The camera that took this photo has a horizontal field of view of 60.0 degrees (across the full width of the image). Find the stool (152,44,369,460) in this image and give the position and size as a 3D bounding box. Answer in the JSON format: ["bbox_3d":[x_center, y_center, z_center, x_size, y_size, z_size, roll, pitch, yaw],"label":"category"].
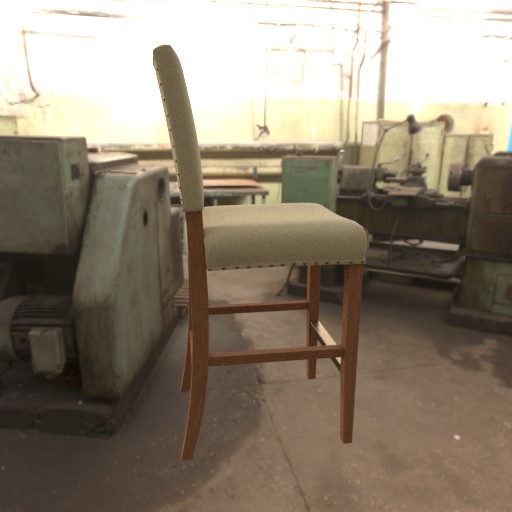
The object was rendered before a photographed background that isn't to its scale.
[{"bbox_3d":[0.000,0.000,1.436,0.584,1.168,0.445,-3,16,-9],"label":"stool"}]
